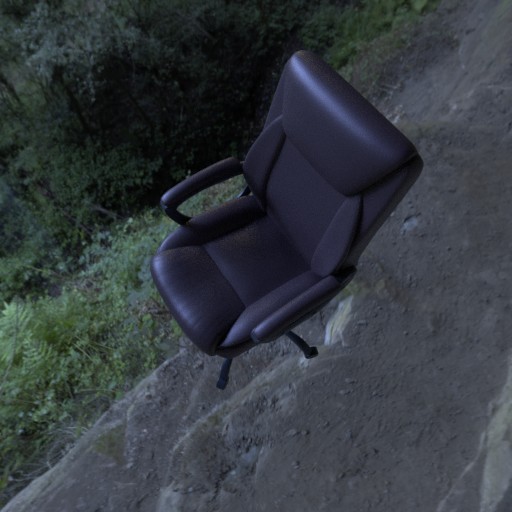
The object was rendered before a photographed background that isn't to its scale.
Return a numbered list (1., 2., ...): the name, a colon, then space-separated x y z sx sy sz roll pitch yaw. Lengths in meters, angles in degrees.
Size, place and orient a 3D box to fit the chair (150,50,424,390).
1. chair: 0.000 0.000 1.454 0.655 1.072 0.615 -31 67 -15
